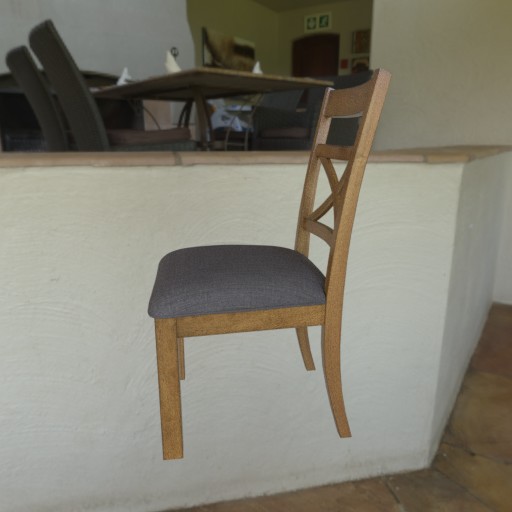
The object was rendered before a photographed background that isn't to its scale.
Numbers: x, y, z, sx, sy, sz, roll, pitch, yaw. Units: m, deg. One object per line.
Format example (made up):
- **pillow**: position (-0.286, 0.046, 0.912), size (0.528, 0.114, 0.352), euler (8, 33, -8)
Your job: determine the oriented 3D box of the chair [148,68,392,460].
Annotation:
- **chair**: position (0.000, 0.000, 1.263), size (0.581, 0.949, 0.470), euler (-2, 15, -8)
